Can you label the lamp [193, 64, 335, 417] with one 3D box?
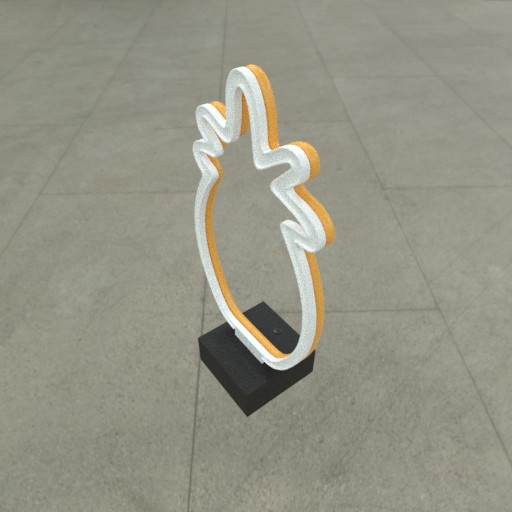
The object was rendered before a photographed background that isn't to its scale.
[{"bbox_3d":[0.000,0.000,0.384,0.088,0.317,0.167,-26,47,-27],"label":"lamp"}]
